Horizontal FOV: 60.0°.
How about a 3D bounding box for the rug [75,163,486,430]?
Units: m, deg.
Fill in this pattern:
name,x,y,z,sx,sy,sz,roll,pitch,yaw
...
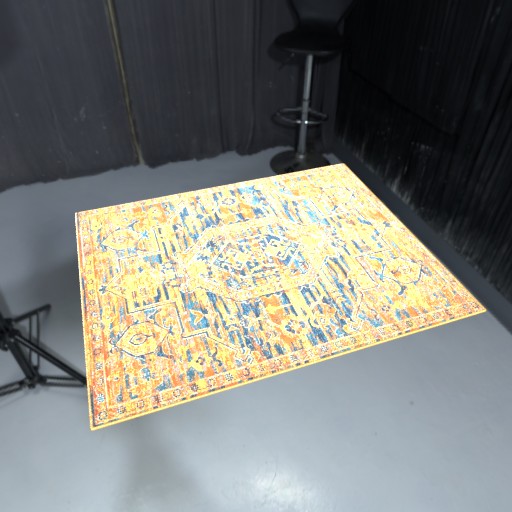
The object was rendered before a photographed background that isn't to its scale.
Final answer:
name,x,y,z,sx,sy,sz,roll,pitch,yaw
rug,0.000,0.000,4.009,3.040,0.031,2.435,-13,43,-14
